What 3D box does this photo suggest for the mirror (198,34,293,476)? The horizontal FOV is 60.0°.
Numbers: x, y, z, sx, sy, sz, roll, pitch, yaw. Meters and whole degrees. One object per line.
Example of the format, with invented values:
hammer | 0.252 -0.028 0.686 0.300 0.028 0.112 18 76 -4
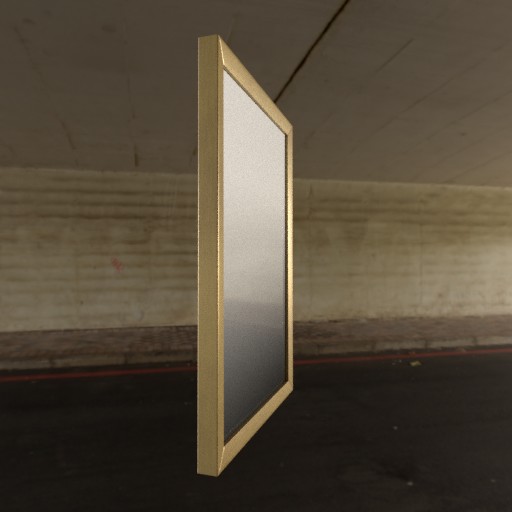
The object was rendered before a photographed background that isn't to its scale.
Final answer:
mirror | 0.000 0.000 0.957 0.040 0.710 0.507 0 -1 18
